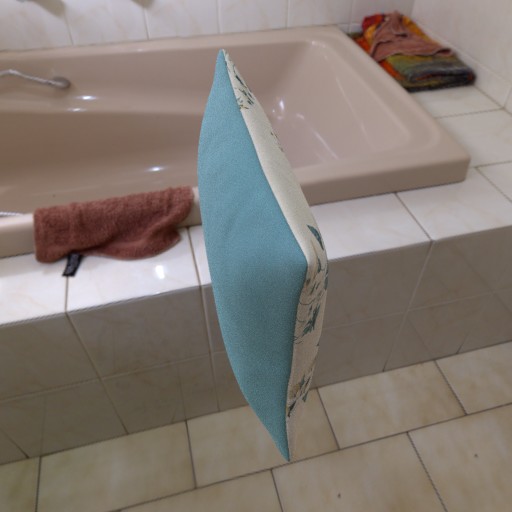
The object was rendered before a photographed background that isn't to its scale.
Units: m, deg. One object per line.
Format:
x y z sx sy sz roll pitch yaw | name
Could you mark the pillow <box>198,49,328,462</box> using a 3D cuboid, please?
0.000 0.000 0.771 0.166 0.507 0.526 -9 46 -8 | pillow
